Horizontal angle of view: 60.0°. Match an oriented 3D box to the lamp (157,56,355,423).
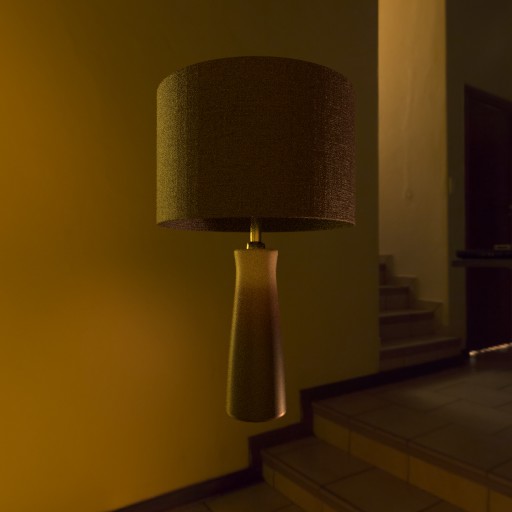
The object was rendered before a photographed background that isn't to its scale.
[{"bbox_3d":[0.000,0.000,0.692,0.303,0.488,0.303,0,-1,0],"label":"lamp"}]
